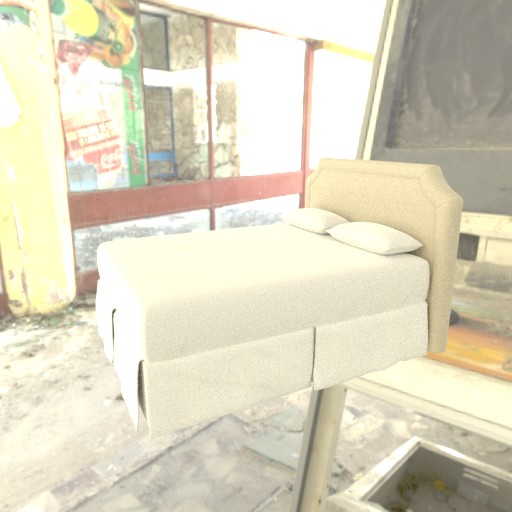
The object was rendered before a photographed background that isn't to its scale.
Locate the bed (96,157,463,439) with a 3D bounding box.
[{"bbox_3d":[0.000,0.000,3.171,2.116,1.290,1.693,-8,17,-26],"label":"bed"}]
